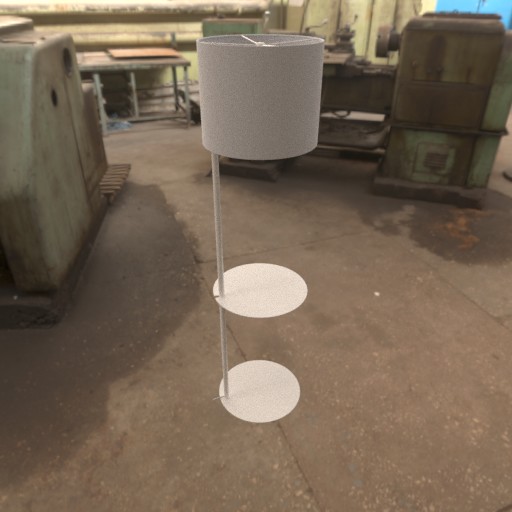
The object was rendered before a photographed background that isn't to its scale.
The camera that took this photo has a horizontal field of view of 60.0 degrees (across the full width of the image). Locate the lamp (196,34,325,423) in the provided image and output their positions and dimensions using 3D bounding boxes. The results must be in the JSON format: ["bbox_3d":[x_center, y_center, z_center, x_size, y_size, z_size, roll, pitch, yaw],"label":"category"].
[{"bbox_3d":[0.000,0.000,1.664,0.405,1.465,0.372,-10,32,-16],"label":"lamp"}]
